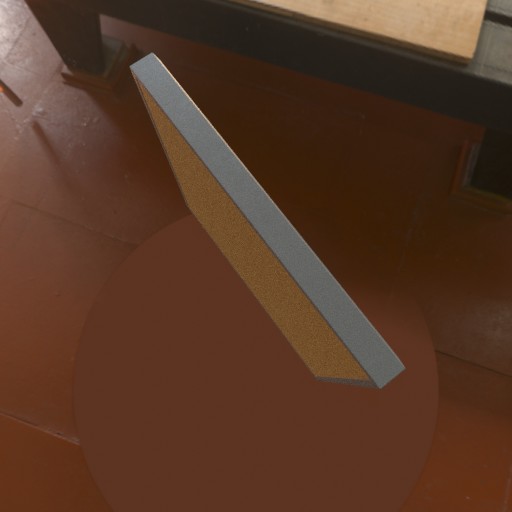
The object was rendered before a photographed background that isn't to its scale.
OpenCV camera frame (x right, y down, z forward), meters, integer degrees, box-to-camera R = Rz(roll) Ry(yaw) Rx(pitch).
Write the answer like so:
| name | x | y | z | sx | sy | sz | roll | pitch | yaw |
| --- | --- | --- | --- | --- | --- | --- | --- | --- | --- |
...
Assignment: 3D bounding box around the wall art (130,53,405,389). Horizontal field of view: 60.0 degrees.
| name | x | y | z | sx | sy | sz | roll | pitch | yaw |
| --- | --- | --- | --- | --- | --- | --- | --- | --- | --- |
| wall art | 0.000 | 0.000 | 0.536 | 0.028 | 0.349 | 0.349 | -36 | 78 | -9 |
